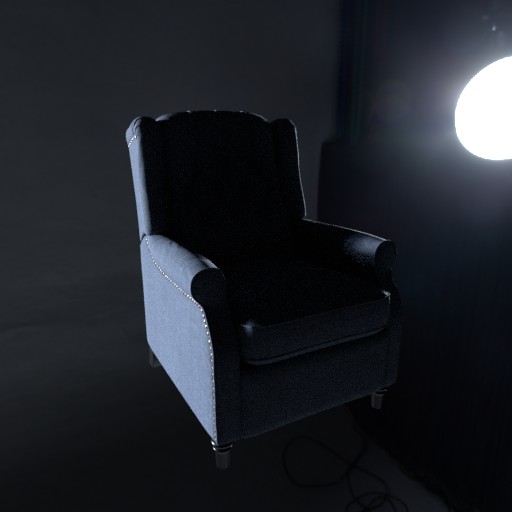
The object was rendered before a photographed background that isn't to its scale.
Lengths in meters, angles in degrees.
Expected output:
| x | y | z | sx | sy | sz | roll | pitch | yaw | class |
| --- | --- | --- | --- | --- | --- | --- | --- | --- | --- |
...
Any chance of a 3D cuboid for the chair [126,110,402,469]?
| x | y | z | sx | sy | sz | roll | pitch | yaw | class |
| --- | --- | --- | --- | --- | --- | --- | --- | --- | --- |
| 0.000 | 0.000 | 1.614 | 0.742 | 1.035 | 0.898 | -8 | 18 | -27 | chair |
